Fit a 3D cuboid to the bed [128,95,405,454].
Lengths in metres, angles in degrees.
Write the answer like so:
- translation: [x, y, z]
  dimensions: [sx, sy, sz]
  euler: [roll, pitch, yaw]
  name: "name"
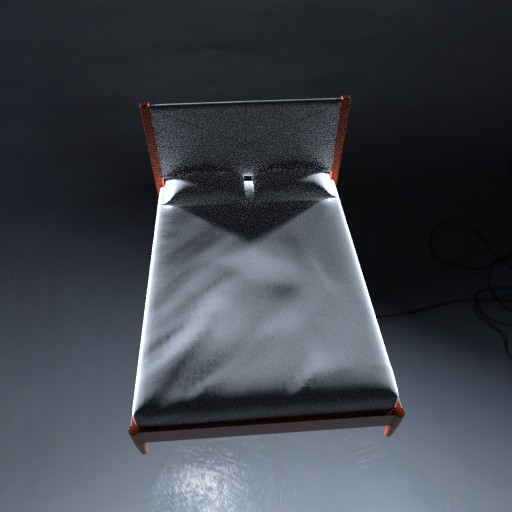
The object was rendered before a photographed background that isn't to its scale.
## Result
- translation: [0.000, 0.000, 3.003]
  dimensions: [1.566, 1.165, 2.117]
  euler: [-3, 47, -3]
  name: "bed"
